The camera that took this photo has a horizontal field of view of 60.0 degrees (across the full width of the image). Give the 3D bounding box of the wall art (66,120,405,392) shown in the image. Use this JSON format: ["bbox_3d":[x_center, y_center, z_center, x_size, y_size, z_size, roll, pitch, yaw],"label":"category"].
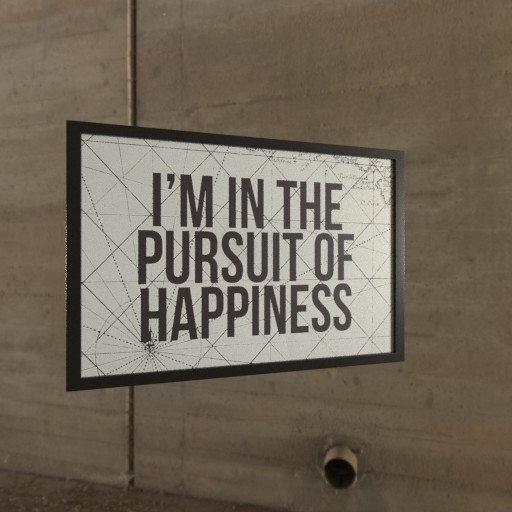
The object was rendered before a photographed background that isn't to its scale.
[{"bbox_3d":[0.000,0.000,1.037,0.819,0.552,0.015,0,0,-19],"label":"wall art"}]
